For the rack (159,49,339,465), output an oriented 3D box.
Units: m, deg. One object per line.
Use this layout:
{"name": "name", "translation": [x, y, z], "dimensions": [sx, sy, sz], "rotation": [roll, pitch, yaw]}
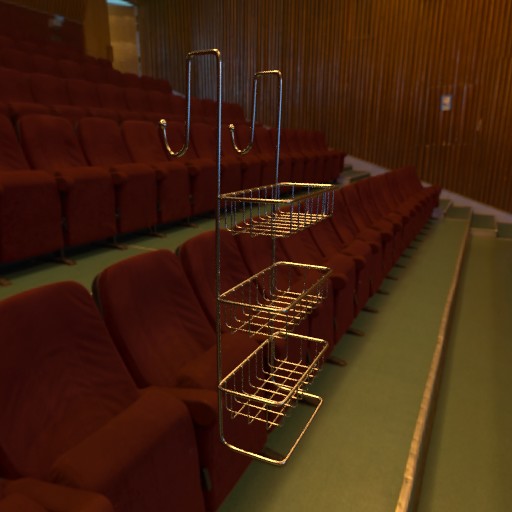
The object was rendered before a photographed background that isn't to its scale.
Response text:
{"name": "rack", "translation": [0.000, 0.000, 0.702], "dimensions": [0.202, 0.574, 0.228], "rotation": [7, 16, 25]}
